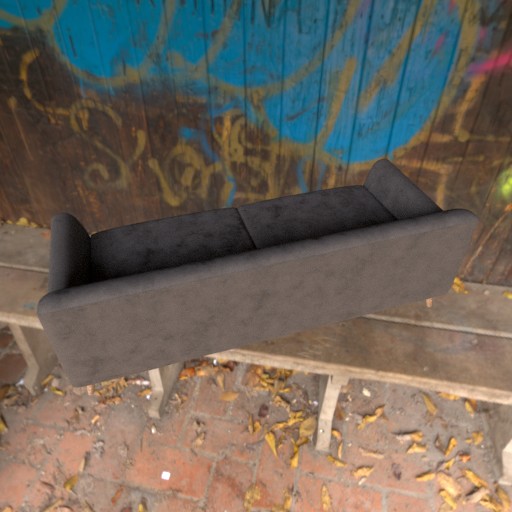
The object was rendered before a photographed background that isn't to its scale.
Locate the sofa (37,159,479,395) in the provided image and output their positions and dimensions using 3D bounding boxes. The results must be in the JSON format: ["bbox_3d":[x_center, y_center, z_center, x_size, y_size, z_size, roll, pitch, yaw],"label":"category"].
[{"bbox_3d":[0.000,0.000,2.611,2.190,0.740,0.900,-12,43,-13],"label":"sofa"}]
